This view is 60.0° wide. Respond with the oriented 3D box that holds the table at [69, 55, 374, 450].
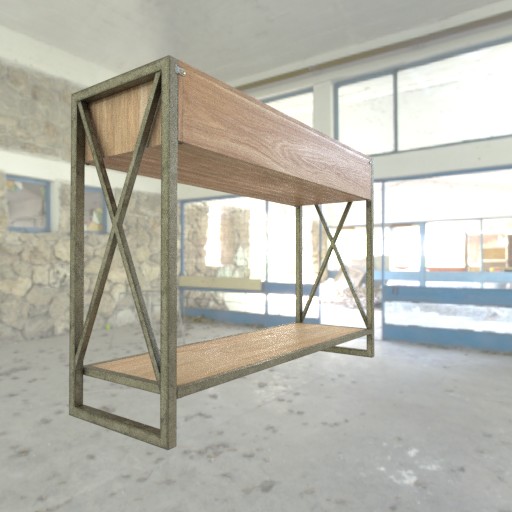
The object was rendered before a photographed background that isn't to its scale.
[{"bbox_3d":[0.000,0.000,1.386,0.361,0.763,1.059,-1,-1,36],"label":"table"}]
